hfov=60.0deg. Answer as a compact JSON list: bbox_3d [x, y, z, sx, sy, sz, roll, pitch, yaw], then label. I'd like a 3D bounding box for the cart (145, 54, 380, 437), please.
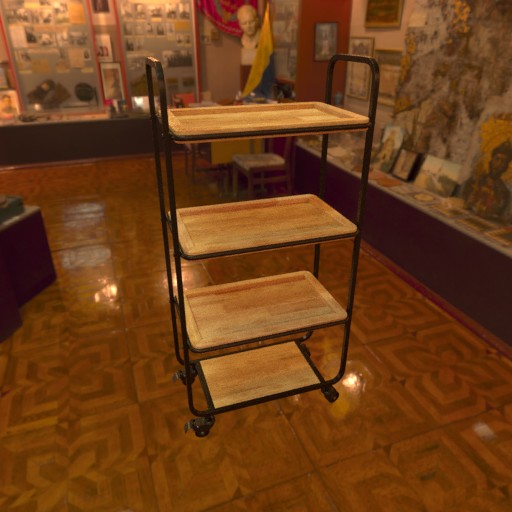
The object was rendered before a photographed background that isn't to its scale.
[{"bbox_3d":[0.000,0.000,1.317,0.545,1.080,0.321,-9,28,-16],"label":"cart"}]
